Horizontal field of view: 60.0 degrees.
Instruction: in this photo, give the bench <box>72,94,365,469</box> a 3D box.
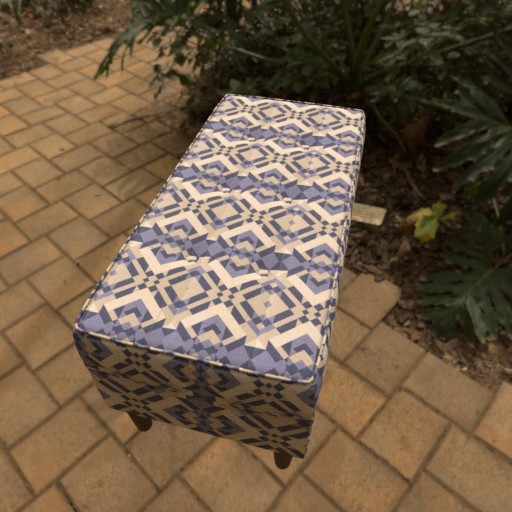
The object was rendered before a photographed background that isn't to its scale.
[{"bbox_3d":[0.000,0.000,1.286,0.492,0.477,1.016,11,47,10],"label":"bench"}]
